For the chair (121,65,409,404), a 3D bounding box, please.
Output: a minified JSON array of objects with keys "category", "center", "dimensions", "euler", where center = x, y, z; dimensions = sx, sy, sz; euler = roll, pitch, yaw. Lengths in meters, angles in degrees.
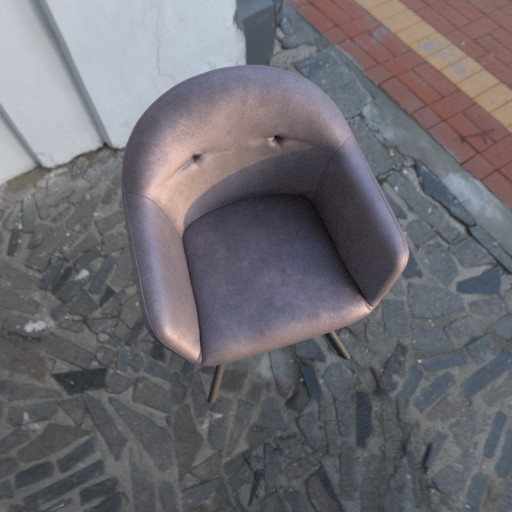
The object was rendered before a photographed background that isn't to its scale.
[{"category":"chair","center":[0.000,0.000,1.174],"dimensions":[0.567,0.781,0.544],"euler":[-16,66,-7]}]
